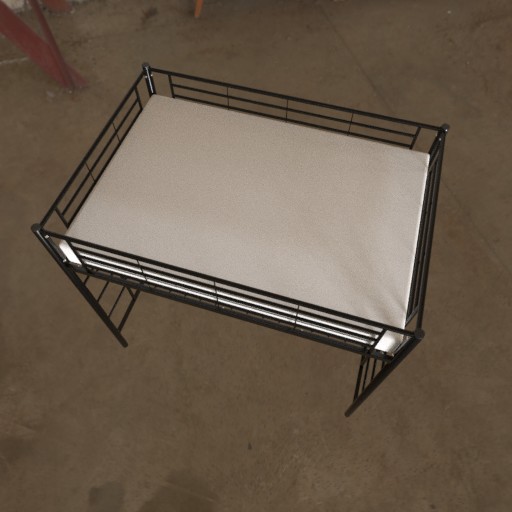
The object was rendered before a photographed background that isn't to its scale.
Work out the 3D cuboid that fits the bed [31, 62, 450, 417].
[{"bbox_3d":[0.000,0.000,3.214,1.994,1.803,1.397,15,61,9],"label":"bed"}]
